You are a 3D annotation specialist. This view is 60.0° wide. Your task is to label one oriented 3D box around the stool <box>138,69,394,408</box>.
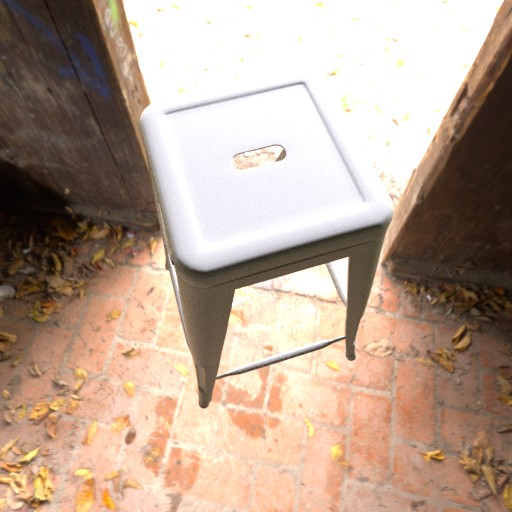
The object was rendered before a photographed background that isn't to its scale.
[{"bbox_3d":[0.000,0.000,0.898,0.406,0.610,0.406,-16,64,-8],"label":"stool"}]
